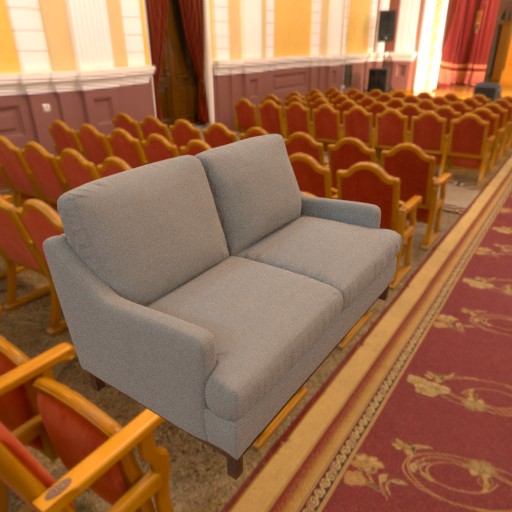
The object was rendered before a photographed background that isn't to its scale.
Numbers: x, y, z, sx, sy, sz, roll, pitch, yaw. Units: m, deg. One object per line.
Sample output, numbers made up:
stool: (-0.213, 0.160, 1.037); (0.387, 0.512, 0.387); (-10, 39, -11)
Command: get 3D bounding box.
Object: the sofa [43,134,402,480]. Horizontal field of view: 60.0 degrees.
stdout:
sofa: (0.000, 0.000, 2.170); (0.987, 0.921, 1.589); (17, 31, 31)
